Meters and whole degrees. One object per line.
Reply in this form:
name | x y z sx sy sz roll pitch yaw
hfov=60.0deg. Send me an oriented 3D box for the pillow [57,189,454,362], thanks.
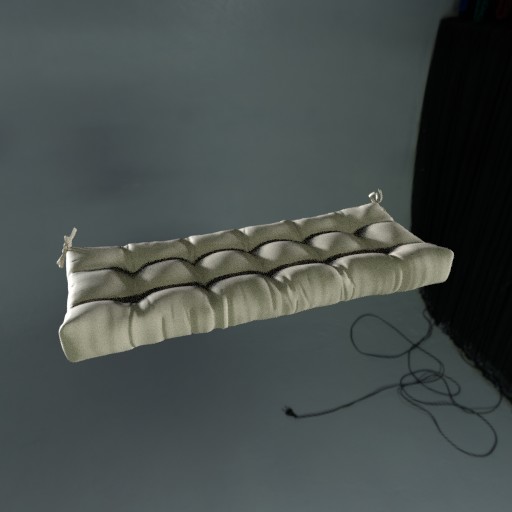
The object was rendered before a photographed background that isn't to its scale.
pillow | 0.000 0.000 1.394 1.194 0.174 0.511 -10 32 -16
